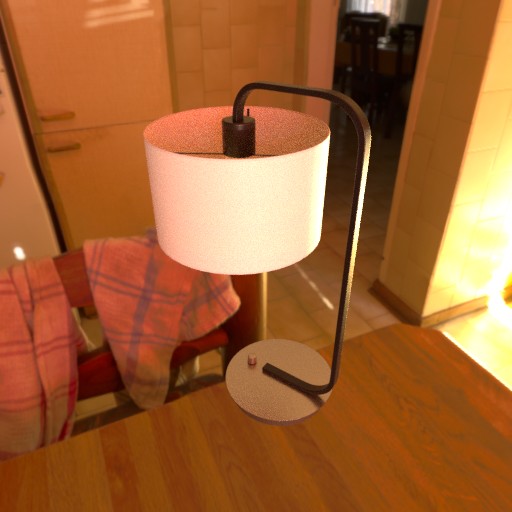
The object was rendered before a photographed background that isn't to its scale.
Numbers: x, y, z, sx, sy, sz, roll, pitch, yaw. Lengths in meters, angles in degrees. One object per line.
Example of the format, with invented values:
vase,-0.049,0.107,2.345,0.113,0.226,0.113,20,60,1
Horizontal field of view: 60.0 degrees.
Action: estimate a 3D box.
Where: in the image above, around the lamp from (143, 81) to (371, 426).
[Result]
lamp,0.000,0.000,0.634,0.288,0.473,0.230,20,37,29
